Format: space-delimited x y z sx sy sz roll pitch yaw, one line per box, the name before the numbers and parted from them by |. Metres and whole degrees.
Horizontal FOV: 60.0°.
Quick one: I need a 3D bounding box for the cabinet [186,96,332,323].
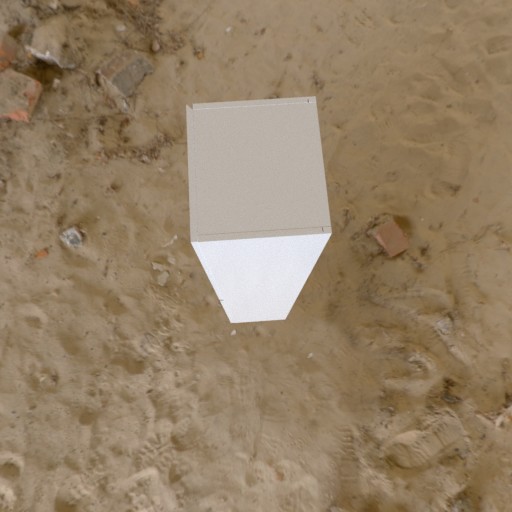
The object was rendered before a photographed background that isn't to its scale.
cabinet | 0.000 0.000 1.560 0.270 1.400 0.300 -4 75 -1
